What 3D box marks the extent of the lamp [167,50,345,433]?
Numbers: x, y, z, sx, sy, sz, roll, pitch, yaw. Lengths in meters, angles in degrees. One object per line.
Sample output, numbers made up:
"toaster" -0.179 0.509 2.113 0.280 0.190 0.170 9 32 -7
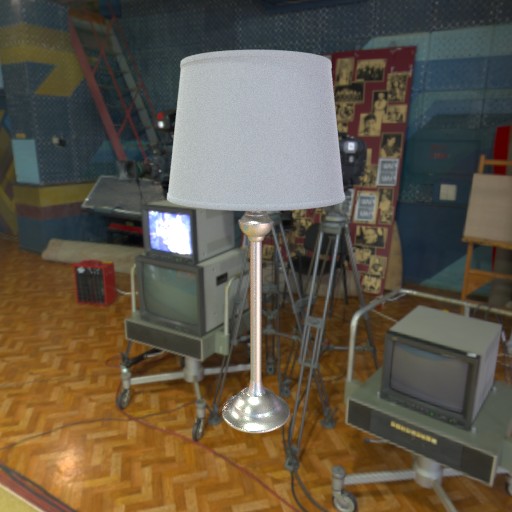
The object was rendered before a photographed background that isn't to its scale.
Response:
"lamp" 0.000 0.000 0.869 0.331 0.698 0.331 0 15 0
